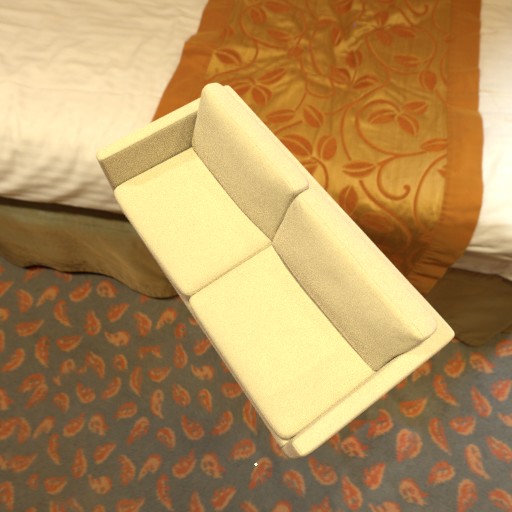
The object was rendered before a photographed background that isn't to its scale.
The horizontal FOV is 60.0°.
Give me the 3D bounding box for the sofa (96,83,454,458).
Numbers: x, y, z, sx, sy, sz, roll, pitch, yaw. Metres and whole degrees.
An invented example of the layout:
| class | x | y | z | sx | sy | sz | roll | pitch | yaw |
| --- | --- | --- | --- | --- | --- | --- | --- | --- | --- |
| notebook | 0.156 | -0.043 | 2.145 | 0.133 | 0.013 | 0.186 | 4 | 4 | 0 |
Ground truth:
| class | x | y | z | sx | sy | sz | roll | pitch | yaw |
| --- | --- | --- | --- | --- | --- | --- | --- | --- | --- |
| sofa | 0.000 | 0.000 | 2.546 | 0.965 | 0.889 | 1.981 | -33 | 69 | -14 |
